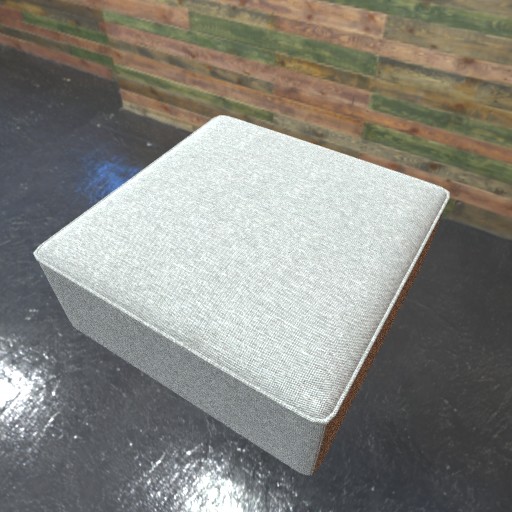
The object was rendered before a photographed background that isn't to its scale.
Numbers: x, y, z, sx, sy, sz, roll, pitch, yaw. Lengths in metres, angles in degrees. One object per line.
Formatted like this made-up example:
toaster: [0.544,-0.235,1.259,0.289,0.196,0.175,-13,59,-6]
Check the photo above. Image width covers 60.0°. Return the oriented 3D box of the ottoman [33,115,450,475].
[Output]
ottoman: [0.000,0.000,1.568,1.005,0.455,1.005,25,51,22]
